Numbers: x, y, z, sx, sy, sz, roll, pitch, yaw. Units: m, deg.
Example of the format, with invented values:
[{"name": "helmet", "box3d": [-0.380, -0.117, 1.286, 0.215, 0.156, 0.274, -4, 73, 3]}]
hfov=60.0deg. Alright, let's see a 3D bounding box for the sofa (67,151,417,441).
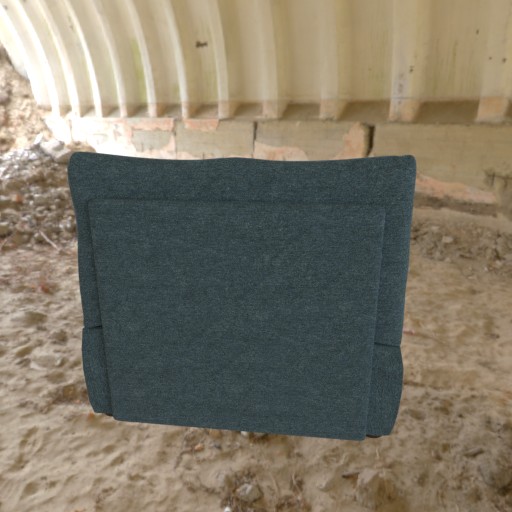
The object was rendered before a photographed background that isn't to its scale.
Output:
[{"name": "sofa", "box3d": [0.000, 0.000, 1.661, 0.930, 0.820, 1.000, 2, 18, 7]}]
